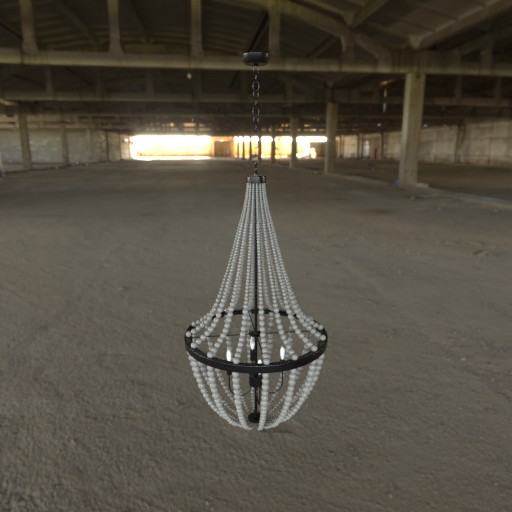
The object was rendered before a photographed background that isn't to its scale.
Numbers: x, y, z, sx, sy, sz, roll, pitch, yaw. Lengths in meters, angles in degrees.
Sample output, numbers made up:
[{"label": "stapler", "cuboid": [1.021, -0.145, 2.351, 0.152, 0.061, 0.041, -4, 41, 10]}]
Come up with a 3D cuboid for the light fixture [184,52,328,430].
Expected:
[{"label": "light fixture", "cuboid": [0.000, 0.000, 1.349, 0.450, 1.133, 0.450, 0, 14, 0]}]
